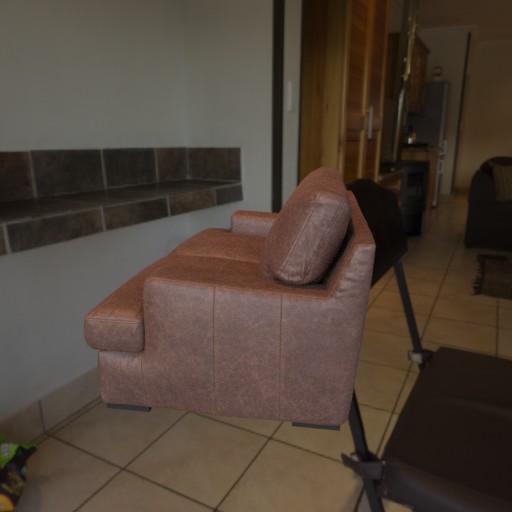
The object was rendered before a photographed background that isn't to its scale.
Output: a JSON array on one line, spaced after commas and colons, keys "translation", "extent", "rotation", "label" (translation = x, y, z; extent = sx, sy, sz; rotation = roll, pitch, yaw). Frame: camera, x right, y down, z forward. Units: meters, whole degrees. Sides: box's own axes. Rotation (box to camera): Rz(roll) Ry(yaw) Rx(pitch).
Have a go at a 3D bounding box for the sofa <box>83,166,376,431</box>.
[{"translation": [0.000, 0.000, 2.538], "extent": [1.143, 0.939, 1.880], "rotation": [2, 15, 9], "label": "sofa"}]
